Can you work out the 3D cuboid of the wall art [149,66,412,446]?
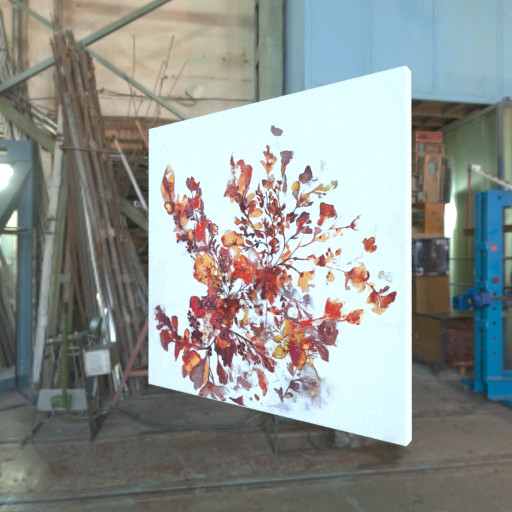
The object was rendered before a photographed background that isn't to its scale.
[{"bbox_3d":[0.000,0.000,1.113,0.757,0.757,0.037,0,0,35],"label":"wall art"}]
